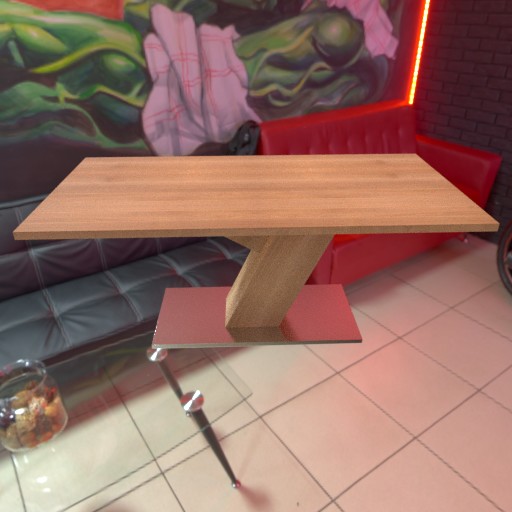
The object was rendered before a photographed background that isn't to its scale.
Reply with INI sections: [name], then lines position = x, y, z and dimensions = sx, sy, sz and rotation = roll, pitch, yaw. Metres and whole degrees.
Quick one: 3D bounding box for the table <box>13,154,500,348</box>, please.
[table]
position = 0.000, 0.000, 2.212
dimensions = 1.800, 0.750, 0.900
rotation = -1, 30, -2
